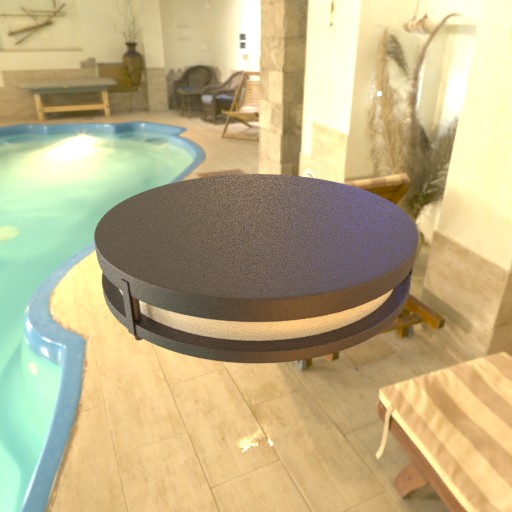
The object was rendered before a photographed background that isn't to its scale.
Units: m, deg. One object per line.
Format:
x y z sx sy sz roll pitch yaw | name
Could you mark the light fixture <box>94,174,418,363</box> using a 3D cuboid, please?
0.000 0.000 0.531 0.356 0.102 0.356 0 26 0 | light fixture
